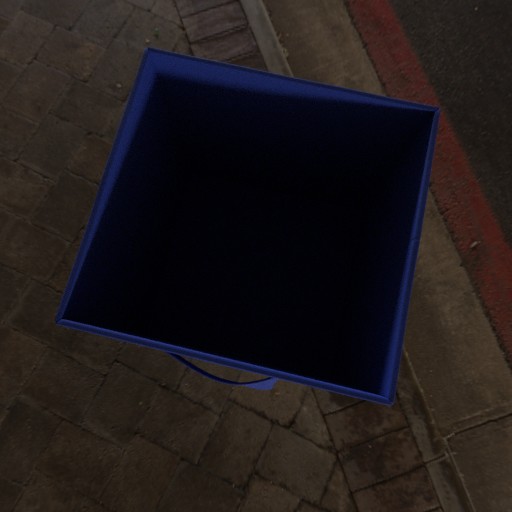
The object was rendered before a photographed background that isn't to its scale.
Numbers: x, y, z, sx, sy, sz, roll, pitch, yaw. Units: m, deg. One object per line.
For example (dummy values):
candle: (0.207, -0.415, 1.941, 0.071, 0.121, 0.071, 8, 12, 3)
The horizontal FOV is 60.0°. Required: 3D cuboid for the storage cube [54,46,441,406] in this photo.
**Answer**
storage cube: (0.000, 0.000, 0.495, 0.270, 0.280, 0.270, 13, 78, 3)
